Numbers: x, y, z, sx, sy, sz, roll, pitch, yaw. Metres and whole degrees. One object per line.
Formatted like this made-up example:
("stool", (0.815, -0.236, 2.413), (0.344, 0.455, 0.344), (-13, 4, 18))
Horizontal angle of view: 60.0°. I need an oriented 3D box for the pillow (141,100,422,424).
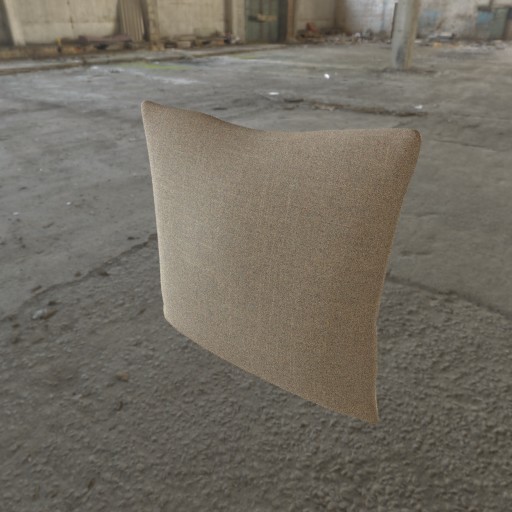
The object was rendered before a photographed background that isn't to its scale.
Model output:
("pillow", (0.000, 0.000, 0.868), (0.578, 0.558, 0.192), (20, 34, 32))
